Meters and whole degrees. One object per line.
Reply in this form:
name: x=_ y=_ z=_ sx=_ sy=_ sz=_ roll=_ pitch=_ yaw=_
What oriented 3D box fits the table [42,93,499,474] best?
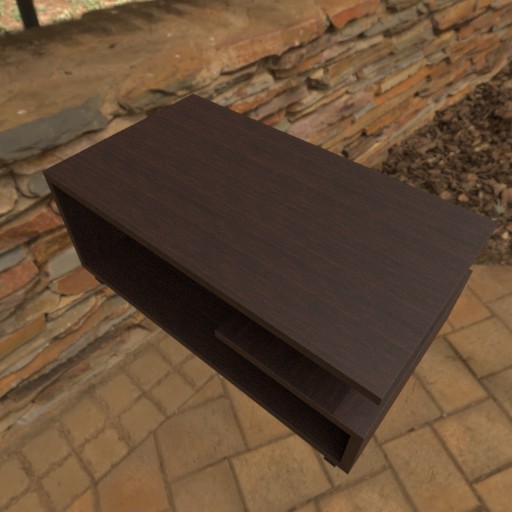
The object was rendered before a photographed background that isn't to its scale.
table: x=0.000 y=0.000 z=1.321 sx=1.050 sy=0.460 sz=0.590 roll=31 pitch=54 yaw=26
